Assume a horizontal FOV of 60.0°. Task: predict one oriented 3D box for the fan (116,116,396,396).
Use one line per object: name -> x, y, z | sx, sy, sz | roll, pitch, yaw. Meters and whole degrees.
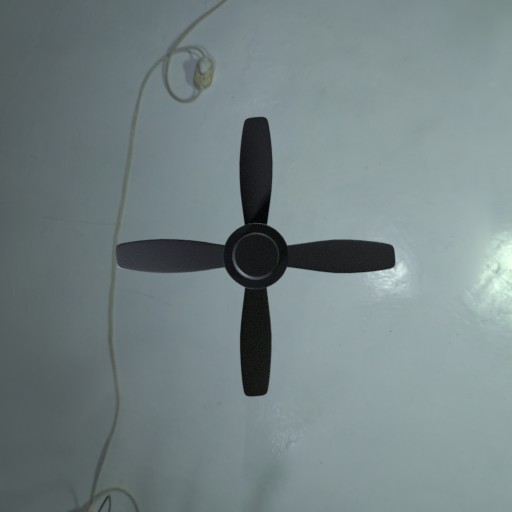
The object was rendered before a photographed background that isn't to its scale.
fan -> 0.000, 0.000, 2.586 | 1.694, 0.382, 1.694 | 0, 89, 0
